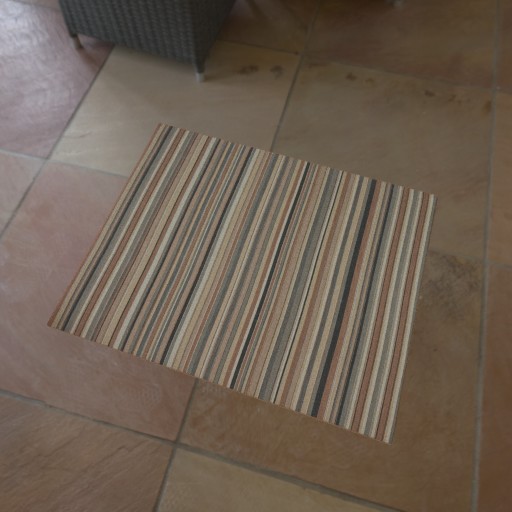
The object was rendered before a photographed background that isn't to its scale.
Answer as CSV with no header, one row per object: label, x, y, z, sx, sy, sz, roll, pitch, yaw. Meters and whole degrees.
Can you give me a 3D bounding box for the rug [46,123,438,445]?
rug,0.000,0.000,4.148,3.045,0.011,2.436,17,65,8
